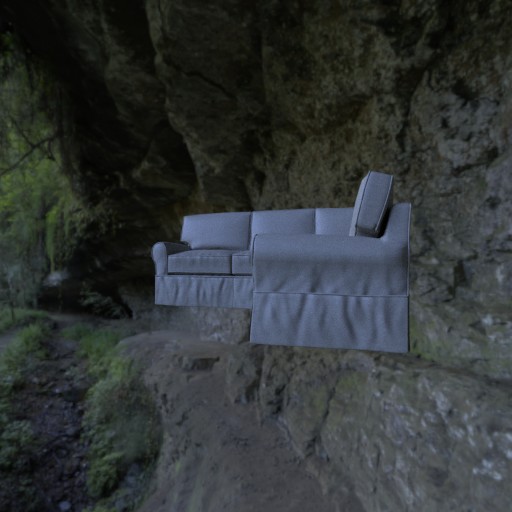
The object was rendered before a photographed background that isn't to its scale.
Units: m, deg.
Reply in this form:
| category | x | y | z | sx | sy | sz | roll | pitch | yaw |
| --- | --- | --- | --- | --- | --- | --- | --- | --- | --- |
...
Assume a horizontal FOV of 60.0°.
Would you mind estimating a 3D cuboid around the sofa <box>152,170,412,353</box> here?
| category | x | y | z | sx | sy | sz | roll | pitch | yaw |
| --- | --- | --- | --- | --- | --- | --- | --- | --- | --- |
| sofa | 0.000 | 0.000 | 4.076 | 2.618 | 1.081 | 2.623 | 0 | 0 | 17 |
